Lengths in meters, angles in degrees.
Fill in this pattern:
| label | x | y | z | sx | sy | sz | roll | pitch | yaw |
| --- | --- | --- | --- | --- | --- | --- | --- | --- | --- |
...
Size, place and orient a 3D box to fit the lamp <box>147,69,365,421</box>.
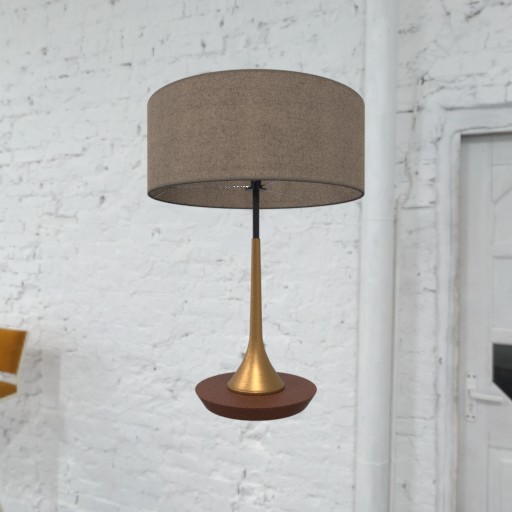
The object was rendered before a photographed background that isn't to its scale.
| label | x | y | z | sx | sy | sz | roll | pitch | yaw |
| --- | --- | --- | --- | --- | --- | --- | --- | --- | --- |
| lamp | 0.000 | 0.000 | 0.834 | 0.396 | 0.551 | 0.417 | 0 | 0 | 1 |
